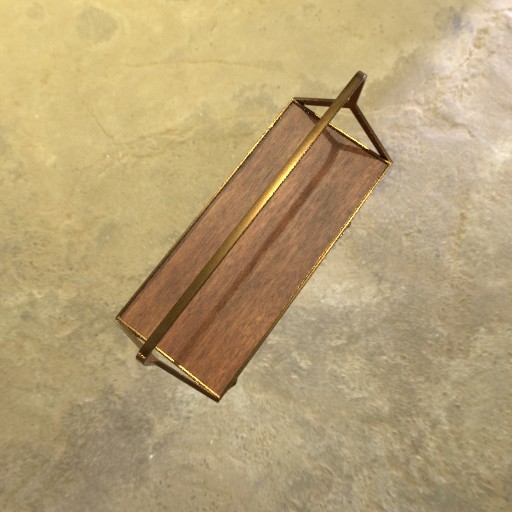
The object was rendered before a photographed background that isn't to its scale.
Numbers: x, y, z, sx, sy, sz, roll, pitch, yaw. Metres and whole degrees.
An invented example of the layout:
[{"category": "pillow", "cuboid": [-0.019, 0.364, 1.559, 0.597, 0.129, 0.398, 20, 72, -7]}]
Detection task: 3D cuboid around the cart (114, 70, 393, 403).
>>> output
[{"category": "cart", "cuboid": [0.000, 0.000, 1.179, 0.313, 0.805, 0.723, 36, 80, 7]}]
